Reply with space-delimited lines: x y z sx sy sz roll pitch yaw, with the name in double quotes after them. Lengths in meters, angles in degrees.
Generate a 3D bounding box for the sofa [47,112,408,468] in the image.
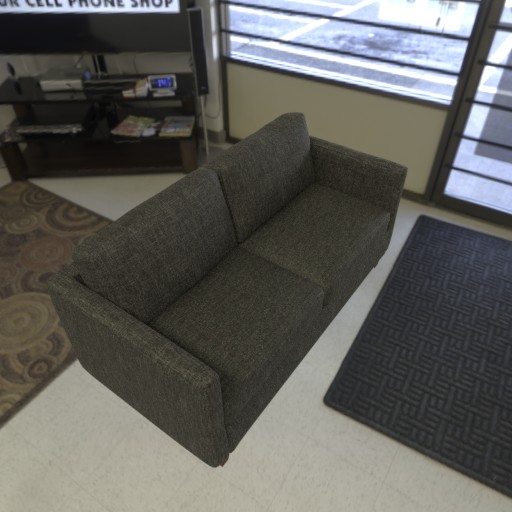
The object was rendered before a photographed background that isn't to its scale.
0.000 0.000 2.450 0.950 0.963 1.884 26 48 26 "sofa"
